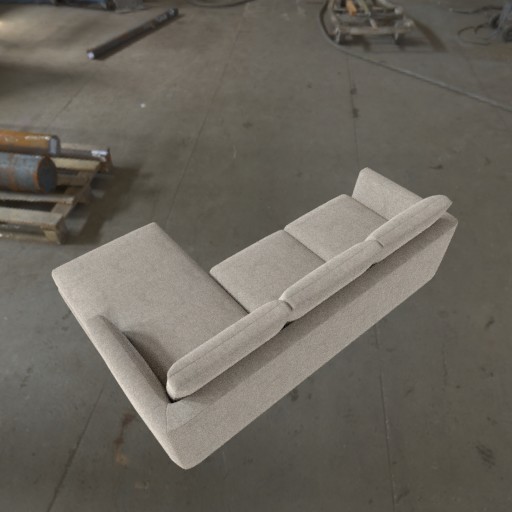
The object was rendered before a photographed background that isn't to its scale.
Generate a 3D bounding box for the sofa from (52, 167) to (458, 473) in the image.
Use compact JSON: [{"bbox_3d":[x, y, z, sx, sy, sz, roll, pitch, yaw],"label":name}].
[{"bbox_3d":[0.000,0.000,3.140,2.438,0.864,1.626,-30,52,-27],"label":"sofa"}]
